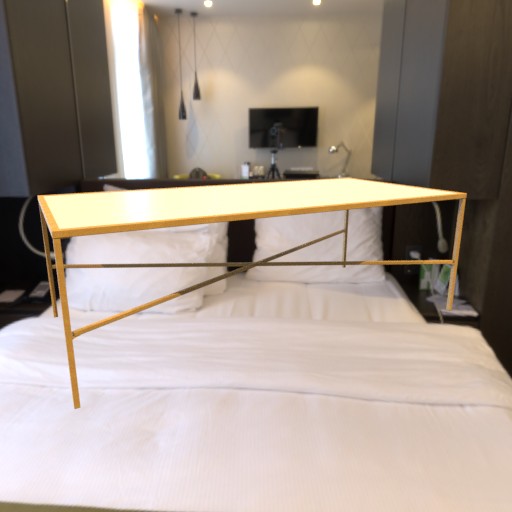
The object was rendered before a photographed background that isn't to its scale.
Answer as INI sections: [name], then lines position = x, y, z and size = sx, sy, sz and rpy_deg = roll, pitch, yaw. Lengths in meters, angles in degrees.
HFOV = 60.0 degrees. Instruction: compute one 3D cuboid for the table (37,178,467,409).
[table]
position = 0.000, 0.000, 1.434
size = 1.206, 0.398, 0.580
rpy_deg = -8, 17, -27
